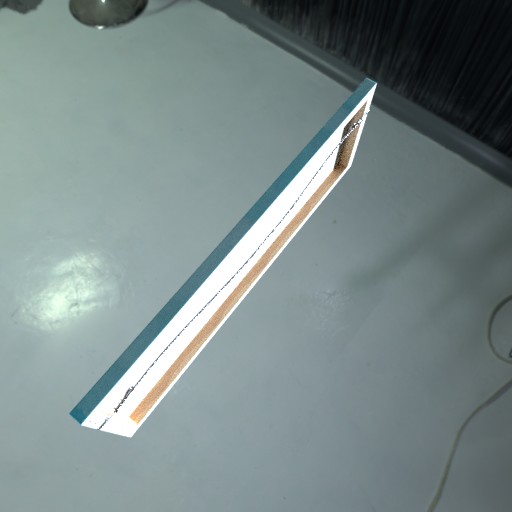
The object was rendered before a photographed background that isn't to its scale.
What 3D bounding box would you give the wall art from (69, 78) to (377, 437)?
[{"bbox_3d":[0.000,0.000,0.819,0.044,0.254,0.759,34,69,15],"label":"wall art"}]
